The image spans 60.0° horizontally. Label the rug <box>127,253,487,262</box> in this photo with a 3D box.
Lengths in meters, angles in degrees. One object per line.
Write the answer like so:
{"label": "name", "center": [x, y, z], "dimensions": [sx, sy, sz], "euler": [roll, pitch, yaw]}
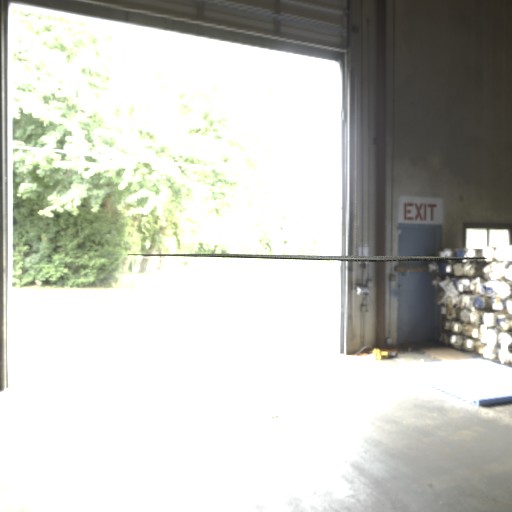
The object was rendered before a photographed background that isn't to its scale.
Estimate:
{"label": "rug", "center": [0.000, 0.000, 2.708], "dimensions": [0.760, 0.012, 2.434], "euler": [-1, 1, -35]}
